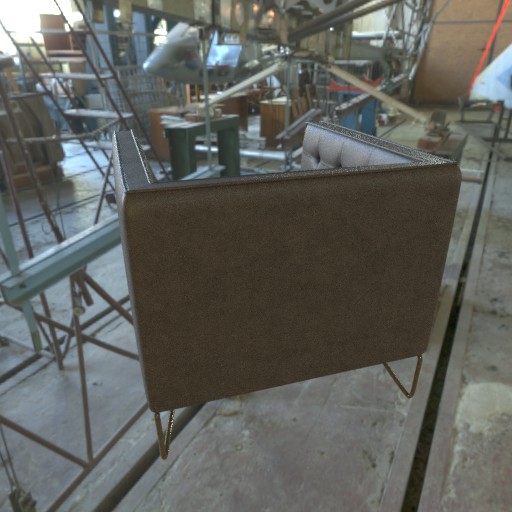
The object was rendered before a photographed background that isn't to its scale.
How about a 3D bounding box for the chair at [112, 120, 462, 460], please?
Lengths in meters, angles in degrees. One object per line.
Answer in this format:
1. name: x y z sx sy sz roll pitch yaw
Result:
1. chair: 0.000 0.000 1.557 0.880 0.790 0.894 -8 26 -16
